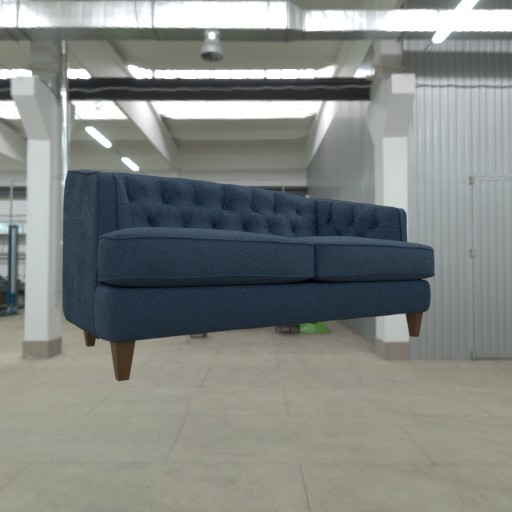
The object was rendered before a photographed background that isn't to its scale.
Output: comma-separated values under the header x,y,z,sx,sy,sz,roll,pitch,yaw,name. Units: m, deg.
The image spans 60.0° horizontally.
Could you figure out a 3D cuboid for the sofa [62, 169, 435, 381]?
x,y,z,sx,sy,sz,roll,pitch,yaw,name
0.000,0.000,2.220,1.733,0.854,0.941,1,-2,-35,sofa
